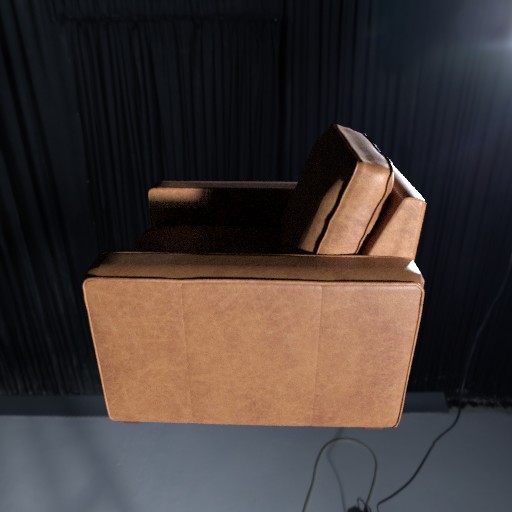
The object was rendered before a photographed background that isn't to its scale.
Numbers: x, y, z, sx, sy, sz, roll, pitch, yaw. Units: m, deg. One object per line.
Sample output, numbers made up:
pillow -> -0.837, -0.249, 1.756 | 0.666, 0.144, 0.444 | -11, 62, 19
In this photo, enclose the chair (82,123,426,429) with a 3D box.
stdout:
chair -> 0.000, 0.000, 1.711 | 1.027, 0.901, 0.987 | -1, 27, -1
